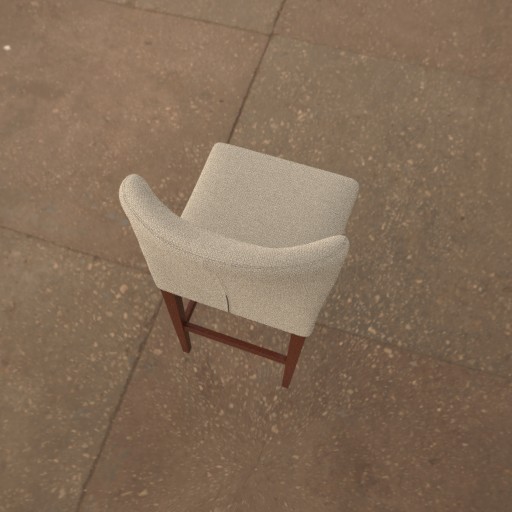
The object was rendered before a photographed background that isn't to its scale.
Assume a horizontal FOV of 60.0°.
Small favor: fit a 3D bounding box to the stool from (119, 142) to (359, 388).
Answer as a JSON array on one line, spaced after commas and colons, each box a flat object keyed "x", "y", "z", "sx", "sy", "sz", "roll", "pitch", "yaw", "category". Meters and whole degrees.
[{"x": 0.000, "y": 0.000, "z": 1.372, "sx": 0.481, "sy": 1.069, "sz": 0.568, "roll": 17, "pitch": 66, "yaw": 8, "category": "stool"}]
